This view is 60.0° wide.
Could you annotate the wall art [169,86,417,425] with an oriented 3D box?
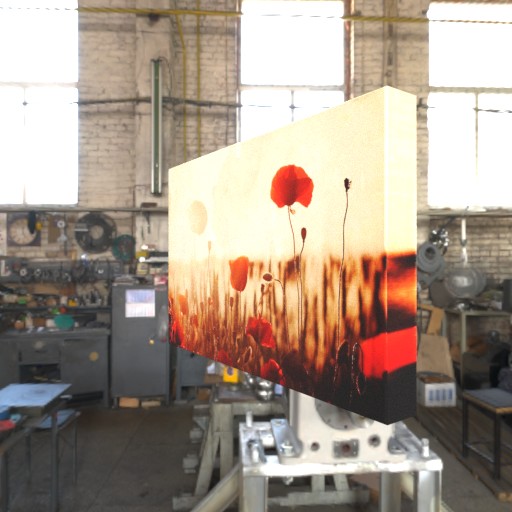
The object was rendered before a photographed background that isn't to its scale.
[{"bbox_3d":[0.000,0.000,0.492,0.037,0.251,0.383,0,0,-36],"label":"wall art"}]
